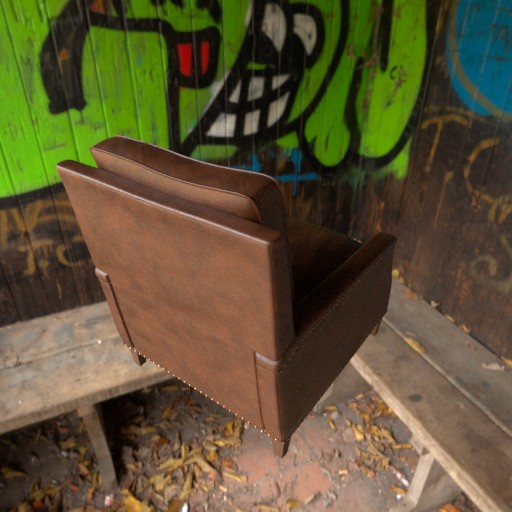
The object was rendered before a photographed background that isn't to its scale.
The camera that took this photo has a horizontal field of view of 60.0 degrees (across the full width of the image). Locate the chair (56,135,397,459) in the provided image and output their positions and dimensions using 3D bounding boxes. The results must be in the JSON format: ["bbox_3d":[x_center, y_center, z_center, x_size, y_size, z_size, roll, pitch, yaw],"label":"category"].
[{"bbox_3d":[0.000,0.000,1.788,0.854,1.054,1.035,21,38,30],"label":"chair"}]
